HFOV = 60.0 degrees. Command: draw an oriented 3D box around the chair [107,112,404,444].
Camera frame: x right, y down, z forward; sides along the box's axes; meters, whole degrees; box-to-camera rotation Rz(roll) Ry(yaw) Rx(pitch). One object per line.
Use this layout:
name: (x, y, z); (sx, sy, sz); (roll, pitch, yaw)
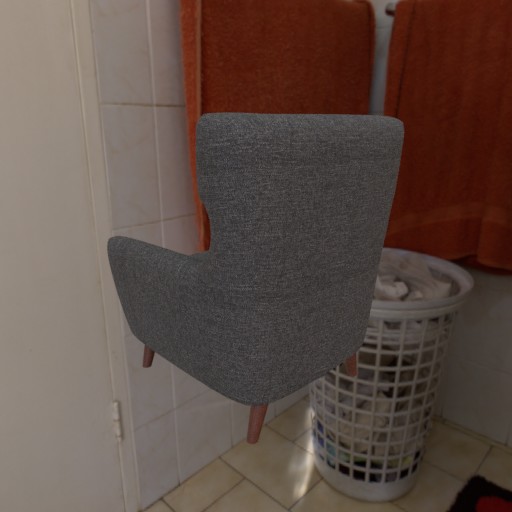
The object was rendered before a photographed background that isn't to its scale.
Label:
chair: (0.000, 0.000, 1.756); (0.878, 1.063, 0.904); (-16, 23, -42)
